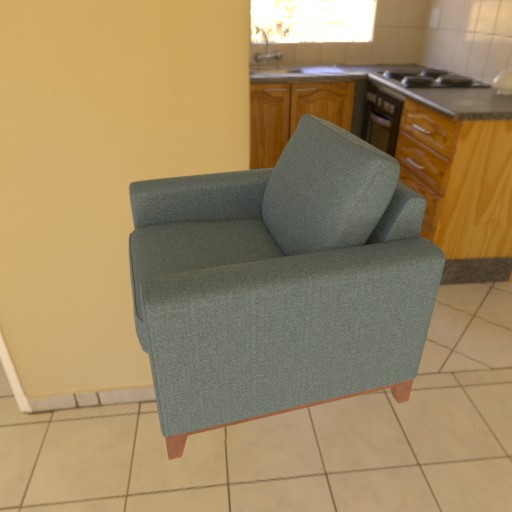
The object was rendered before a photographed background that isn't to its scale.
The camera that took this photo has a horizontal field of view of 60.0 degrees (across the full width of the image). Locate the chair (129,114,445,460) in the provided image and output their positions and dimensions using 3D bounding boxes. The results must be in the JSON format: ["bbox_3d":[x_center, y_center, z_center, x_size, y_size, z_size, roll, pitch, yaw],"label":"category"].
[{"bbox_3d":[0.000,0.000,1.870,1.038,1.010,1.024,-8,31,-14],"label":"chair"}]
